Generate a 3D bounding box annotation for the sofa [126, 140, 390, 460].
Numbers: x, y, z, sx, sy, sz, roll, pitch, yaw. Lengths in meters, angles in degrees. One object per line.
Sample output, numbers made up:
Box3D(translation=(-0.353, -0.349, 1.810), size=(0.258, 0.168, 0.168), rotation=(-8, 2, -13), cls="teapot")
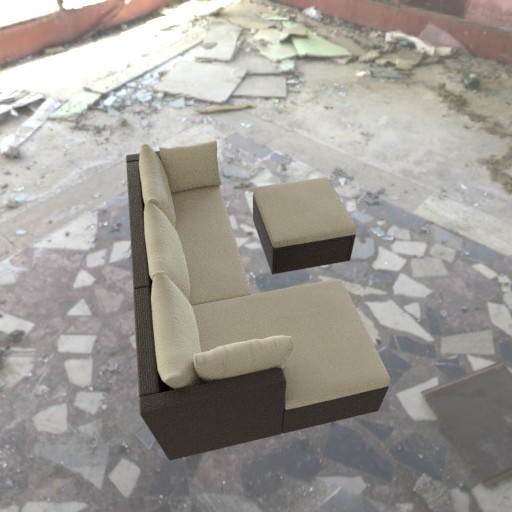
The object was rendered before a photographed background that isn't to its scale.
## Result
Box3D(translation=(0.000, 0.000, 3.074), size=(1.612, 0.766, 2.192), rotation=(-10, 47, -9), cls="sofa")
